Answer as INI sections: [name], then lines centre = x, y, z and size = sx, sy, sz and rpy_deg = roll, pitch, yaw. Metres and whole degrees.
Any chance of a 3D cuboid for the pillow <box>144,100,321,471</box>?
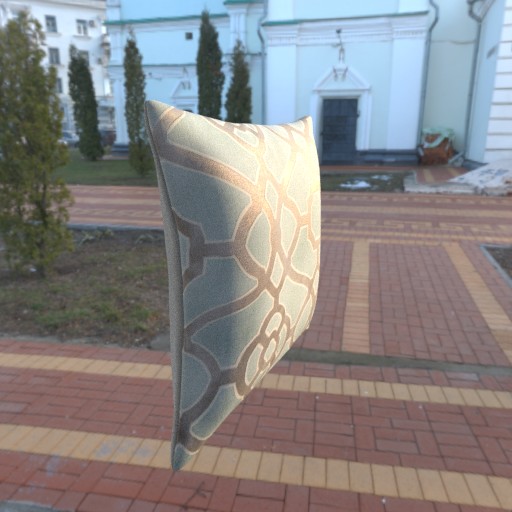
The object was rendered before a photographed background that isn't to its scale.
[pillow]
centre = 0.000, 0.000, 0.809
size = 0.166, 0.508, 0.552
rpy_deg = 7, 17, 25
